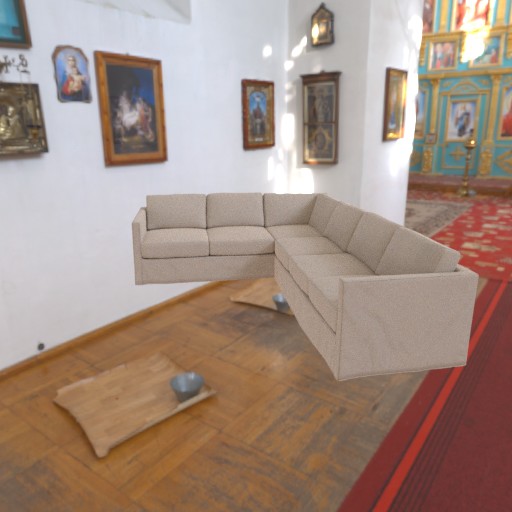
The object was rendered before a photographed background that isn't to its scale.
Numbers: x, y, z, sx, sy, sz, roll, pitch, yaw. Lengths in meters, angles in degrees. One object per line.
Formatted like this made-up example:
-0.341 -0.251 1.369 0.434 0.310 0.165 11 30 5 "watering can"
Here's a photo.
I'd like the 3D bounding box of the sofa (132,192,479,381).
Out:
0.000 0.000 4.245 2.432 0.871 3.182 -2 15 -9 "sofa"
